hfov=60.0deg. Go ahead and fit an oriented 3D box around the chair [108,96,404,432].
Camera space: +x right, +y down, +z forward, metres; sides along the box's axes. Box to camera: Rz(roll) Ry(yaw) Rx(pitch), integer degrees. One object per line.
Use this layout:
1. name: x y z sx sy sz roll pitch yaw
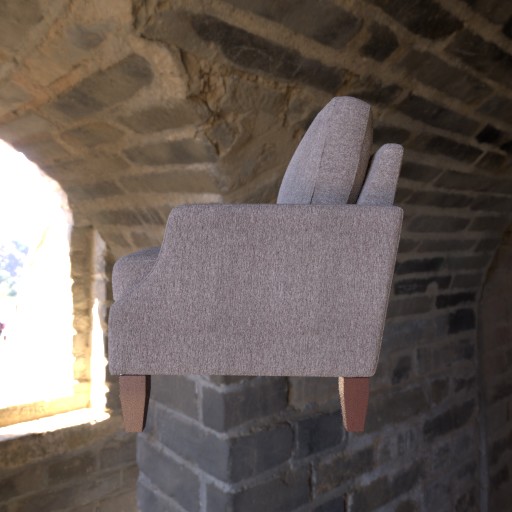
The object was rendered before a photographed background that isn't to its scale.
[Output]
1. chair: 0.000 0.000 1.645 0.897 0.993 0.855 0 0 -1
